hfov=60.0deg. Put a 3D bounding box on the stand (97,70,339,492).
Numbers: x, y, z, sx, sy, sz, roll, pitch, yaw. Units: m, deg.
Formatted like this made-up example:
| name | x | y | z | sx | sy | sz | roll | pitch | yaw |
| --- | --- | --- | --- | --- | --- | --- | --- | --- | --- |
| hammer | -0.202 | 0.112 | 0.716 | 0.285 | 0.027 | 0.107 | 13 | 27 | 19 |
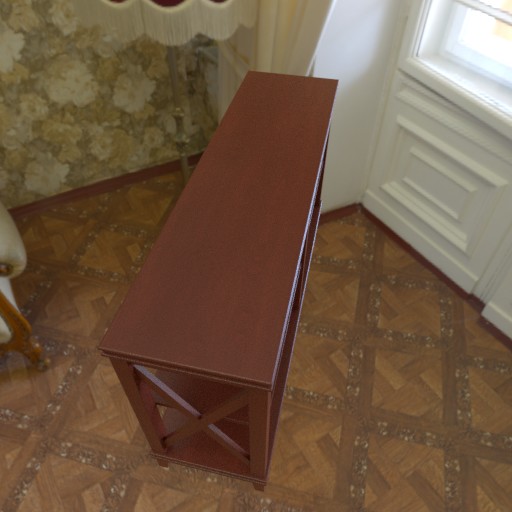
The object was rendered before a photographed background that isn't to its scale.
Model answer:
| name | x | y | z | sx | sy | sz | roll | pitch | yaw |
| --- | --- | --- | --- | --- | --- | --- | --- | --- | --- |
| stand | 0.000 | 0.000 | 1.649 | 0.381 | 0.762 | 1.372 | 9 | 48 | 9 |
